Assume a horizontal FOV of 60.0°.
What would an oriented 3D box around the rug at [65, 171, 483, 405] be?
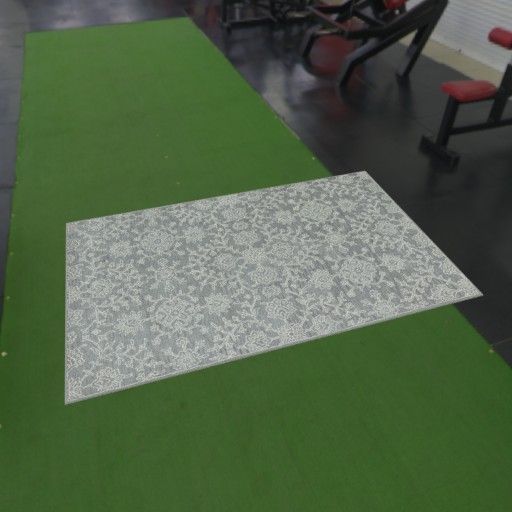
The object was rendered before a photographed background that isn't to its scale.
[{"bbox_3d":[0.000,0.000,2.970,2.430,0.010,1.515,-12,43,-13],"label":"rug"}]
